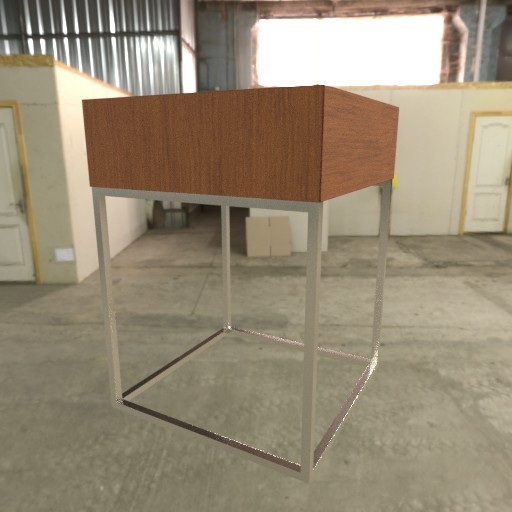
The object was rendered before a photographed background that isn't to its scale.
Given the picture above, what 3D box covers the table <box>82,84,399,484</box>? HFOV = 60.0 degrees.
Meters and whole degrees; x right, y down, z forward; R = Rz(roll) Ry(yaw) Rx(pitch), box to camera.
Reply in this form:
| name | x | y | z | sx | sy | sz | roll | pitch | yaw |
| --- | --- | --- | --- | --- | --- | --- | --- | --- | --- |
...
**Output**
| name | x | y | z | sx | sy | sz | roll | pitch | yaw |
| --- | --- | --- | --- | --- | --- | --- | --- | --- | --- |
| table | 0.000 | 0.000 | 0.829 | 0.398 | 0.540 | 0.397 | 8 | 16 | 28 |
